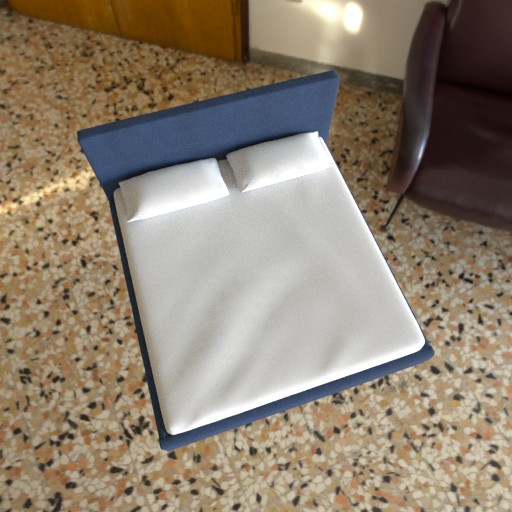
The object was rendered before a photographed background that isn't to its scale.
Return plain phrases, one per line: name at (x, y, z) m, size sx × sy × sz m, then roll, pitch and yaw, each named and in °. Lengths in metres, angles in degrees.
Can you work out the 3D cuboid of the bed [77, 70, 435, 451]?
bed at (0.000, 0.000, 3.469) m, size 2.096 × 1.231 × 2.232 m, roll -16°, pitch 64°, yaw -8°
